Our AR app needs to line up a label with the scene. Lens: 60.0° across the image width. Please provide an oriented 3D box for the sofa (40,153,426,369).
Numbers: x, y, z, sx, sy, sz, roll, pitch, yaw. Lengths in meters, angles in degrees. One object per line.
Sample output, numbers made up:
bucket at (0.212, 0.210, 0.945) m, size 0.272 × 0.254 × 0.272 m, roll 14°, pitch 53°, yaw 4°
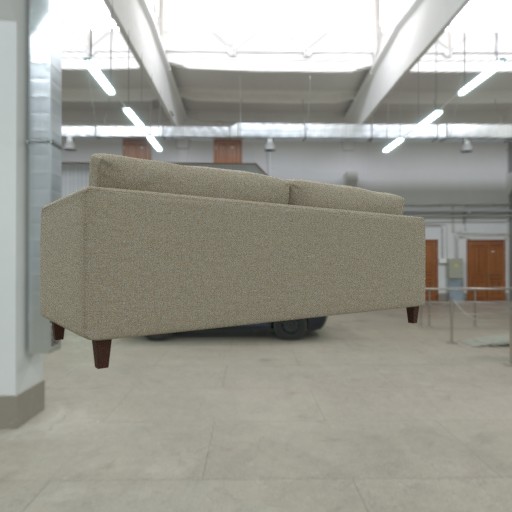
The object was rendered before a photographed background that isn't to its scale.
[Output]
sofa at (0.000, 0.000, 2.894) m, size 2.434 × 0.965 × 0.951 m, roll 0°, pitch 0°, yaw -36°
